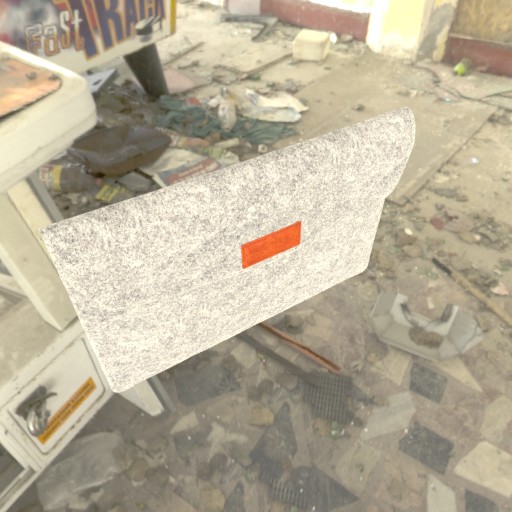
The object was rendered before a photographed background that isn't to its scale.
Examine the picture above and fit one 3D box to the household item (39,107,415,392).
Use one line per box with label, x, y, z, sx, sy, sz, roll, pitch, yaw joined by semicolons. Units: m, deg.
household item;0.000;0.000;0.431;0.335;0.221;0.057;-23;49;-22
